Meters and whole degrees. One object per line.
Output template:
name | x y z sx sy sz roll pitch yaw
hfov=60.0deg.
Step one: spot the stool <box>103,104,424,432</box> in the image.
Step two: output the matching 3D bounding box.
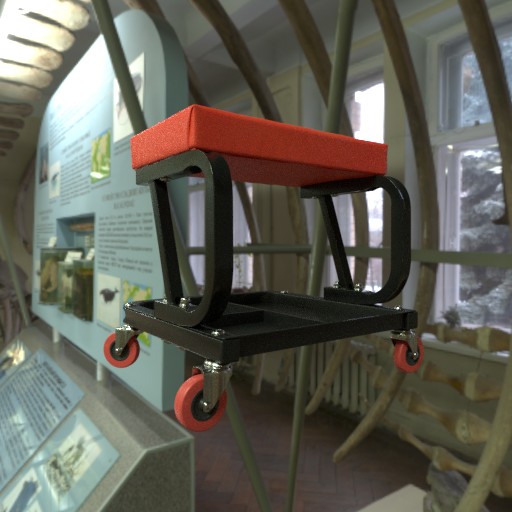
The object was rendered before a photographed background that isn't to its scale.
stool | 0.000 0.000 0.741 0.446 0.380 0.371 -1 2 -36
